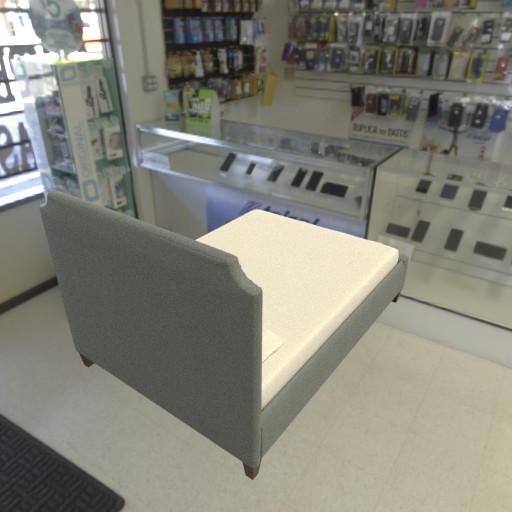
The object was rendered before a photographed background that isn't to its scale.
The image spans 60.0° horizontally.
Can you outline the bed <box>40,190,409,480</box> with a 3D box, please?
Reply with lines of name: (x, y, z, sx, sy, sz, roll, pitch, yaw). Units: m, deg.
bed: (0.000, 0.000, 3.443, 1.712, 1.443, 2.372, 20, 34, 31)
